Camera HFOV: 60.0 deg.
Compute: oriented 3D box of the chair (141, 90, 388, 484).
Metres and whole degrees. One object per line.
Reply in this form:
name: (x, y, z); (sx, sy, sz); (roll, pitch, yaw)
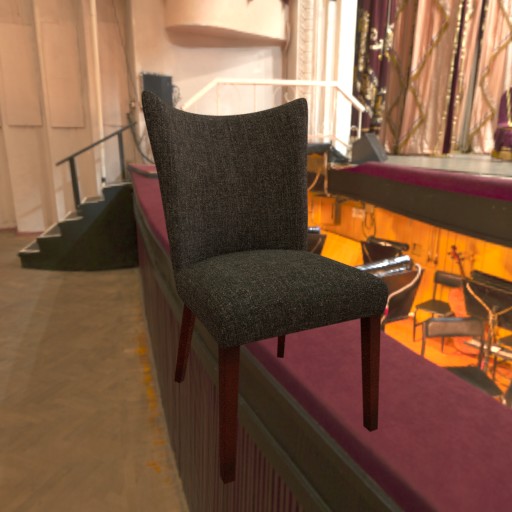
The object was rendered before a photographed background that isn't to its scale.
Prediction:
chair: (0.000, 0.000, 1.301); (0.535, 0.924, 0.623); (-7, 17, -25)
